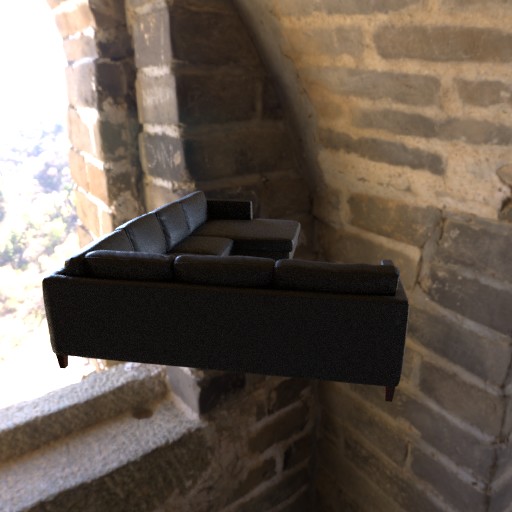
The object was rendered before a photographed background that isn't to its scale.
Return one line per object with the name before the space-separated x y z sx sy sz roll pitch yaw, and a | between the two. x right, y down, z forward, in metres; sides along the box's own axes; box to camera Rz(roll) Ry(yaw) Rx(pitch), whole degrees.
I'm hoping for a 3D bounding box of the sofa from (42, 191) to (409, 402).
sofa | 0.000 0.000 4.656 2.593 0.923 3.460 3 17 9
